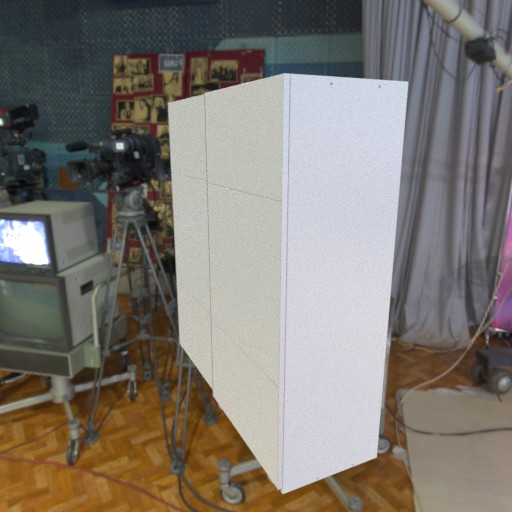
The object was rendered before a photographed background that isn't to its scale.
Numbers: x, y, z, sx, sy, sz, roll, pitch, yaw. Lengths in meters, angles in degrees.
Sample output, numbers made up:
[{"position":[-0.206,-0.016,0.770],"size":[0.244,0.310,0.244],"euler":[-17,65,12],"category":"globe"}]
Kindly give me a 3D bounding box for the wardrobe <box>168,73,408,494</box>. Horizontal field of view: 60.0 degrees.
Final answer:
[{"position":[0.000,0.000,2.845],"size":[0.629,1.960,1.780],"euler":[-7,17,-25],"category":"wardrobe"}]
